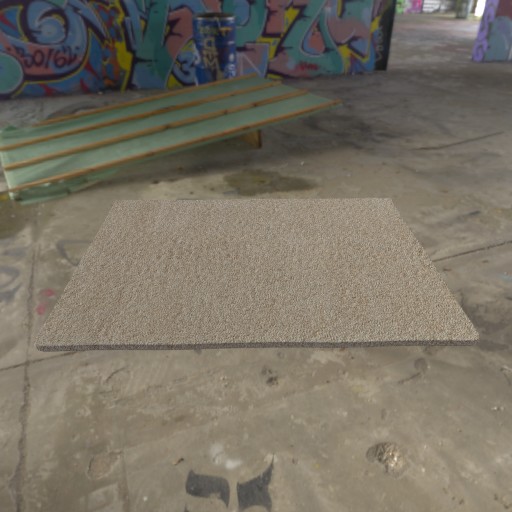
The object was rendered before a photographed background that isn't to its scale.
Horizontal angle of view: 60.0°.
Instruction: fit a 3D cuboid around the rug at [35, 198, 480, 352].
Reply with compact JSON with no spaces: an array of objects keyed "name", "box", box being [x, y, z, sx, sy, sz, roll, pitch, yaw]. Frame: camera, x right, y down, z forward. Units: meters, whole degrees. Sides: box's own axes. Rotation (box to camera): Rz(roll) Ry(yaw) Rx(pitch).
[{"name":"rug","box":[0.000,0.000,2.075,1.600,0.027,1.200,-1,32,-1]}]
